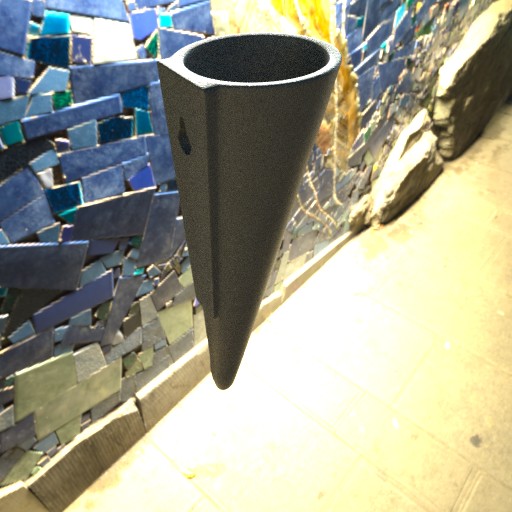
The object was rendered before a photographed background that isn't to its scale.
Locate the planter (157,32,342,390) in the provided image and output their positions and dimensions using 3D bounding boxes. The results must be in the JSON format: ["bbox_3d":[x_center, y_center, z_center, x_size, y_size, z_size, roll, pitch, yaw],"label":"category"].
[{"bbox_3d":[0.000,0.000,0.222,0.064,0.191,0.057,-25,47,-25],"label":"planter"}]
